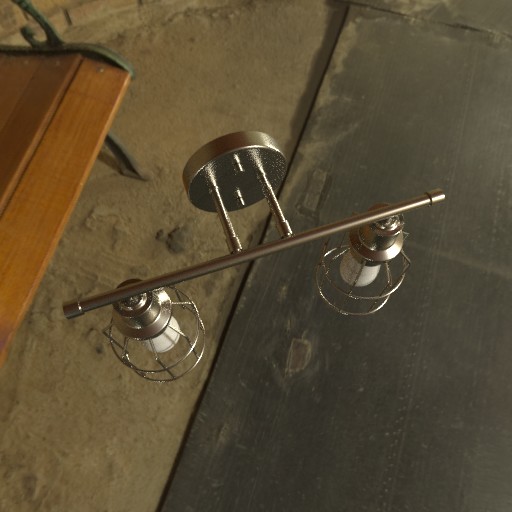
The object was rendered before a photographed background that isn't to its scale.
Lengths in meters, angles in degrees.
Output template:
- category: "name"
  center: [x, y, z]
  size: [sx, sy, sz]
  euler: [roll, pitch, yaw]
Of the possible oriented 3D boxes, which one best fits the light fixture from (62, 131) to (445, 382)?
- category: "light fixture"
  center: [0.000, 0.000, 0.529]
  size: [0.406, 0.254, 0.165]
  euler: [-17, 66, -8]
